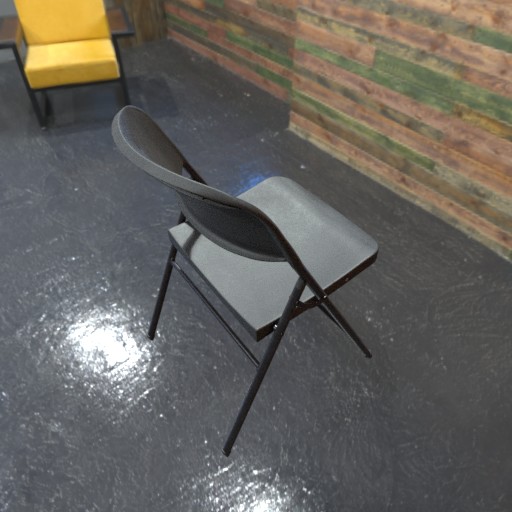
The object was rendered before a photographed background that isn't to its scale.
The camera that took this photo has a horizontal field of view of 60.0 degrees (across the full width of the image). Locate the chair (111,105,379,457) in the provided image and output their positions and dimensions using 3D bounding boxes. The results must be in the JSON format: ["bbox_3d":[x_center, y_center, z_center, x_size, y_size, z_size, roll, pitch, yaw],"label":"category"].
[{"bbox_3d":[0.000,0.000,1.163,0.566,0.810,0.494,-26,49,-25],"label":"chair"}]
